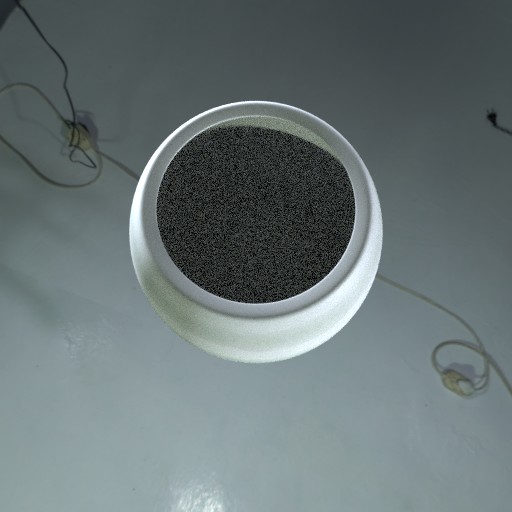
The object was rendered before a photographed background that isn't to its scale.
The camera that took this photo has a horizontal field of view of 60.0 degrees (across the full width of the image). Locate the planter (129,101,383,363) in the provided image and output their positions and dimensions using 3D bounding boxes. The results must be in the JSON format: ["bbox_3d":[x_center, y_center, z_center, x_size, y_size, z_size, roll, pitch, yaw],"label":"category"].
[{"bbox_3d":[0.000,0.000,0.342,0.161,0.224,0.161,0,76,0],"label":"planter"}]
